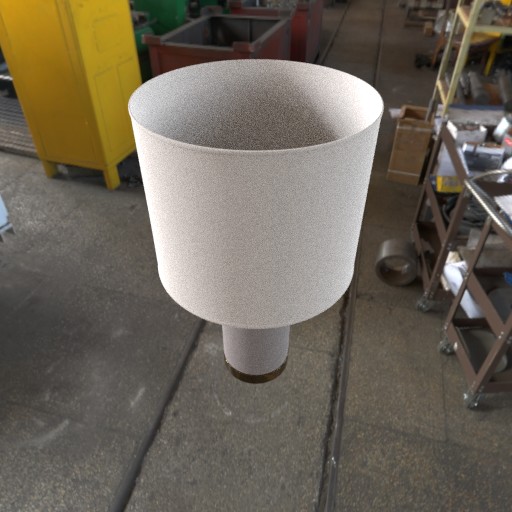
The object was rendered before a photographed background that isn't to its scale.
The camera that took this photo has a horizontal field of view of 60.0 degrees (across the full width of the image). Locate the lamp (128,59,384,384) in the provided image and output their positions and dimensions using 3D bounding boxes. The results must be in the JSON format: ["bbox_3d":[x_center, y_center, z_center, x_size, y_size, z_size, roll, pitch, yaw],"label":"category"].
[{"bbox_3d":[0.000,0.000,0.526,0.229,0.380,0.229,0,39,0],"label":"lamp"}]
